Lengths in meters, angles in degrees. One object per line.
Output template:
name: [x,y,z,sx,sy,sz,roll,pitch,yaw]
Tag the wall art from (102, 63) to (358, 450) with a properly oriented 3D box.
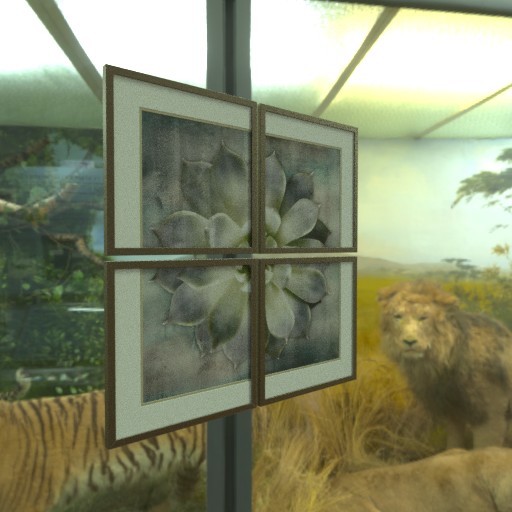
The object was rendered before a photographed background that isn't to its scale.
wall art: [0.000,0.000,1.511,1.032,1.032,0.030,-1,2,-38]
